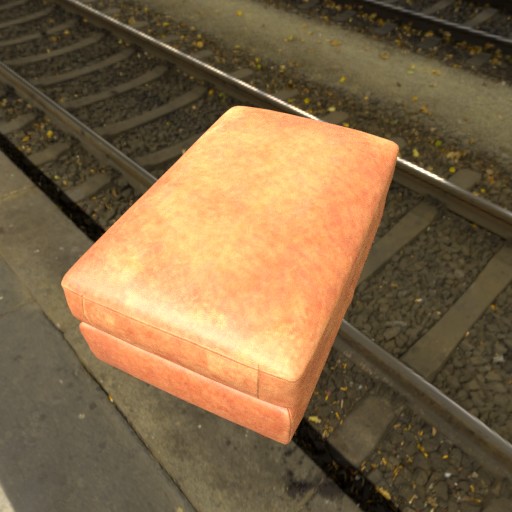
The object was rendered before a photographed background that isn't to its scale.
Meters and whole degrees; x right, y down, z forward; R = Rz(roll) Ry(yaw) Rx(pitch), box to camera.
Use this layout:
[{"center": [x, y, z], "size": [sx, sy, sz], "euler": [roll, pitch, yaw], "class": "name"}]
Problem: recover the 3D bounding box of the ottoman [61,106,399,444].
[{"center": [0.000, 0.000, 1.228], "size": [0.565, 0.507, 0.852], "euler": [19, 50, 17], "class": "ottoman"}]
